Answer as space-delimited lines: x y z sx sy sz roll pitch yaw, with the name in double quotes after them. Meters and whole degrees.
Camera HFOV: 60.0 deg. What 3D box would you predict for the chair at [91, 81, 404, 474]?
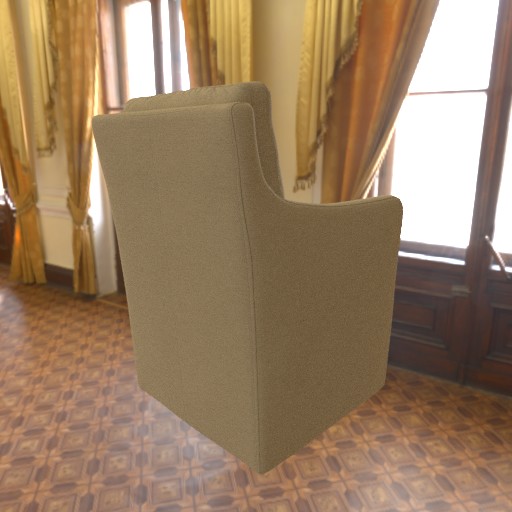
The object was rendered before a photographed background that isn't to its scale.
0.000 0.000 1.333 0.694 0.914 0.626 -14 20 -43 "chair"
